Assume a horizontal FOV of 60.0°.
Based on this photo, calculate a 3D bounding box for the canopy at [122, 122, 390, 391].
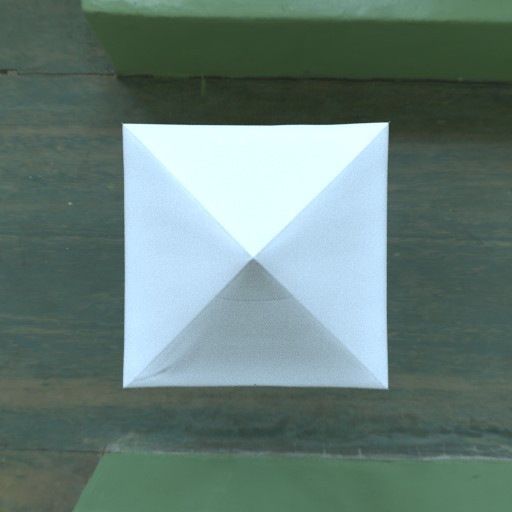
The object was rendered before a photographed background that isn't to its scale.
[{"bbox_3d":[0.000,0.000,5.505,2.994,2.998,2.996,0,90,1],"label":"canopy"}]
